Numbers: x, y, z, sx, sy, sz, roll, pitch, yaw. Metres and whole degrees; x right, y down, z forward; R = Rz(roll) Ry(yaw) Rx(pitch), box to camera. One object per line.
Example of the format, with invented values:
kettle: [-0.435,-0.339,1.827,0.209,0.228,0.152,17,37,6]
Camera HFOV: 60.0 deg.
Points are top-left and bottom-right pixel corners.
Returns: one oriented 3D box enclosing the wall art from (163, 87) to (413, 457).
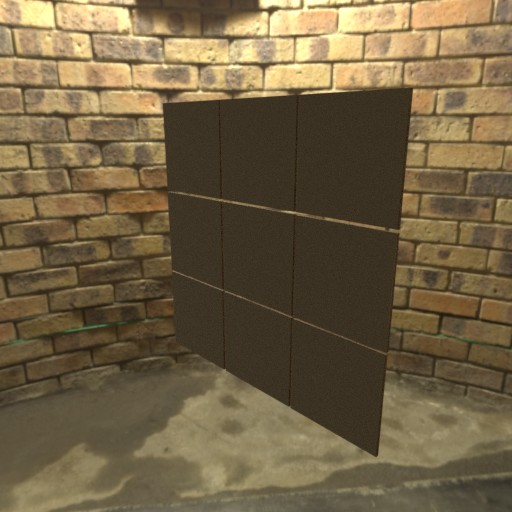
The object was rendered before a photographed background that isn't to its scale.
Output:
wall art: [0.000,0.000,1.360,0.010,0.917,0.919,-16,22,-42]
